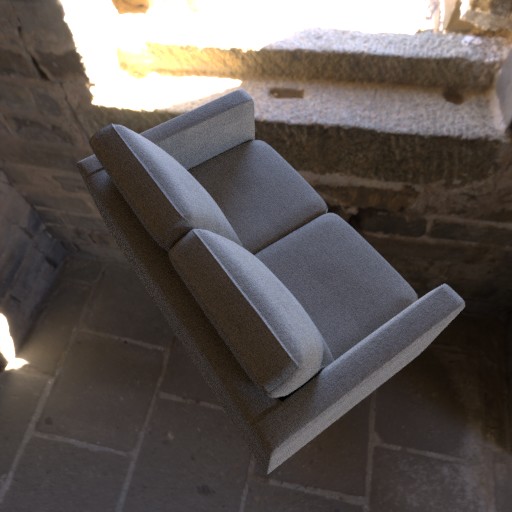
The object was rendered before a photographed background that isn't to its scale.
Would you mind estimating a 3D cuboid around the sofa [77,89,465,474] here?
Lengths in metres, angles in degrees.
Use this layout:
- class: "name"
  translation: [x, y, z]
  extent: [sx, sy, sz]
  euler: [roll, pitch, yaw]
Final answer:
- class: "sofa"
  translation: [0.000, 0.000, 2.081]
  extent: [0.969, 0.973, 1.527]
  euler: [-31, 64, -17]
